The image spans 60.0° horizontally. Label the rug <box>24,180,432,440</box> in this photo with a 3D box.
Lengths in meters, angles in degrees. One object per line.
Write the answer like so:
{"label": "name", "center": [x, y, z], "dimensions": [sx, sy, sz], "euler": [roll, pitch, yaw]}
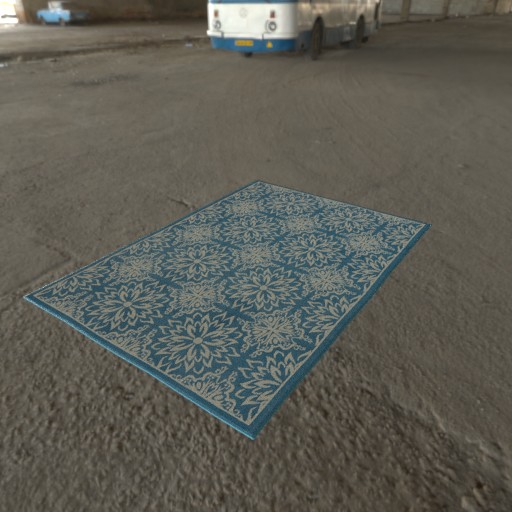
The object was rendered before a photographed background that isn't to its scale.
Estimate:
{"label": "rug", "center": [0.000, 0.000, 2.806], "dimensions": [1.554, 0.012, 2.205], "euler": [20, 36, 30]}
